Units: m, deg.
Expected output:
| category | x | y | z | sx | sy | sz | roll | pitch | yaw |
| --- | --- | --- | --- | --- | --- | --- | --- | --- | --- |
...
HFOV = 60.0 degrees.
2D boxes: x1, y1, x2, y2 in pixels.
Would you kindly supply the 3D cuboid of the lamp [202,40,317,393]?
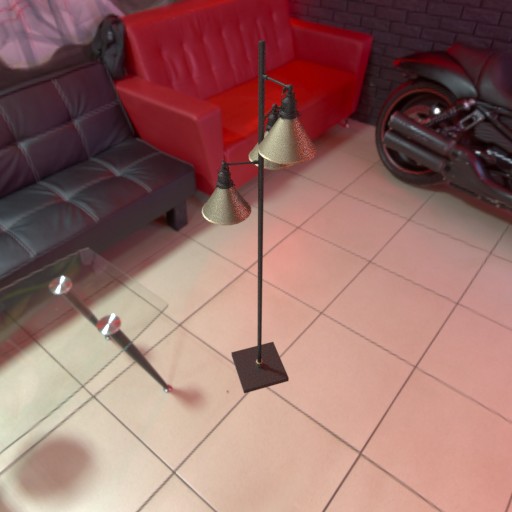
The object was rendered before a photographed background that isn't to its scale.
| category | x | y | z | sx | sy | sz | roll | pitch | yaw |
| --- | --- | --- | --- | --- | --- | --- | --- | --- | --- |
| lamp | 0.000 | 0.000 | 1.902 | 0.415 | 1.716 | 0.428 | -12 | 43 | -13 |
